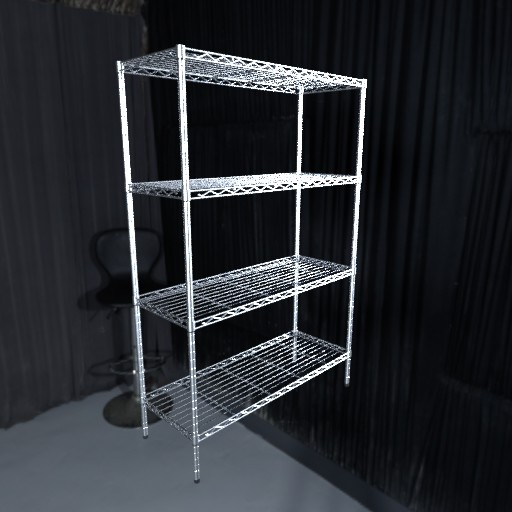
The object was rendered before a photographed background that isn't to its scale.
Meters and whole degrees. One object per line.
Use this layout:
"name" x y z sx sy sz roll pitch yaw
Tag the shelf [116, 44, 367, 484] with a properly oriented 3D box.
"shelf" 0.000 0.000 1.747 0.907 1.360 0.352 -13 19 -43
